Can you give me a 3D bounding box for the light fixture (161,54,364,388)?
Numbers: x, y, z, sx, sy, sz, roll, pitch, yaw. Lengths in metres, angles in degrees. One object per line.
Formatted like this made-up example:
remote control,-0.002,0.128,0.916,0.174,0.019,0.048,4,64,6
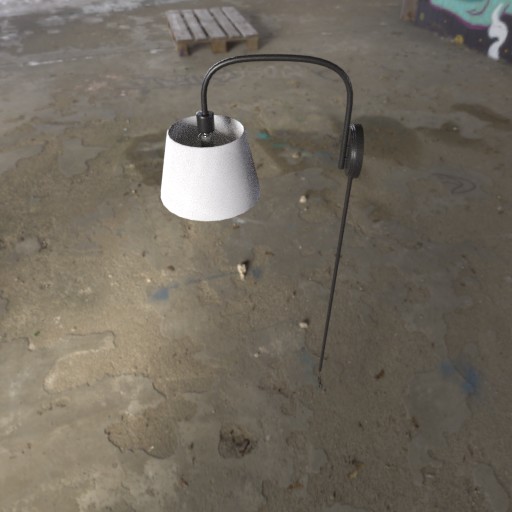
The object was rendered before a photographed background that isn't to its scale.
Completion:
light fixture,0.000,0.000,0.462,0.176,0.399,0.092,1,41,1
